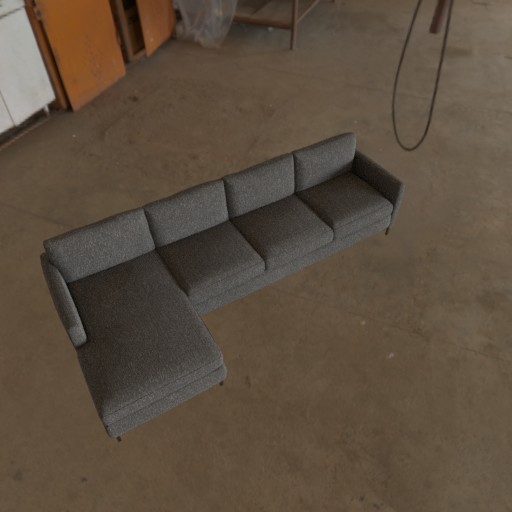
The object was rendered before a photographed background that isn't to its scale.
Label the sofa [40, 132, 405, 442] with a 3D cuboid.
[{"bbox_3d":[0.000,0.000,3.469,2.932,0.810,1.350,-24,51,-21],"label":"sofa"}]
